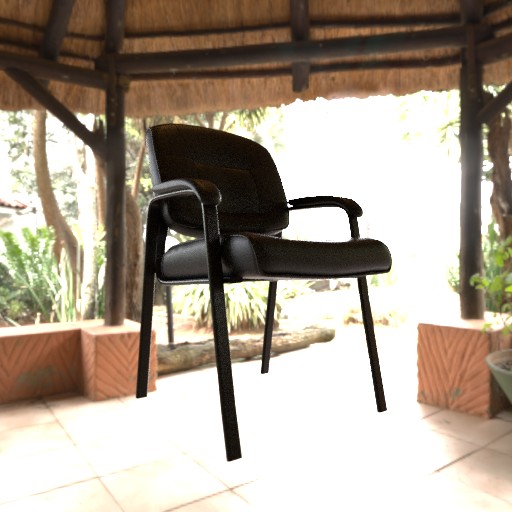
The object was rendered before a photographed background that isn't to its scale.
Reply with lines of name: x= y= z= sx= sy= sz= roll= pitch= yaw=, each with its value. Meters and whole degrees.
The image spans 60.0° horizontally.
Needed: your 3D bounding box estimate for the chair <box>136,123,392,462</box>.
chair: x=0.000 y=0.000 z=1.349 sx=0.591 sy=0.910 sz=0.668 roll=0 pitch=0 yaw=-36
